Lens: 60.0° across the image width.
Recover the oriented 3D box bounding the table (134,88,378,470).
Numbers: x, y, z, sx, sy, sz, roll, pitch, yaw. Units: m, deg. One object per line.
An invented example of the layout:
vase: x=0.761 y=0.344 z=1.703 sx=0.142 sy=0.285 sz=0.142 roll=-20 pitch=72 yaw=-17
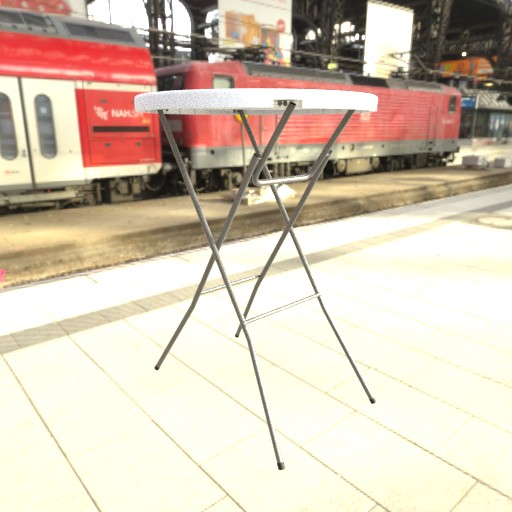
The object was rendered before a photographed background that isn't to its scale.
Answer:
table: x=0.000 y=0.000 z=1.644 sx=0.792 sy=1.105 sz=0.795 roll=-15 pitch=22 yaw=-41
